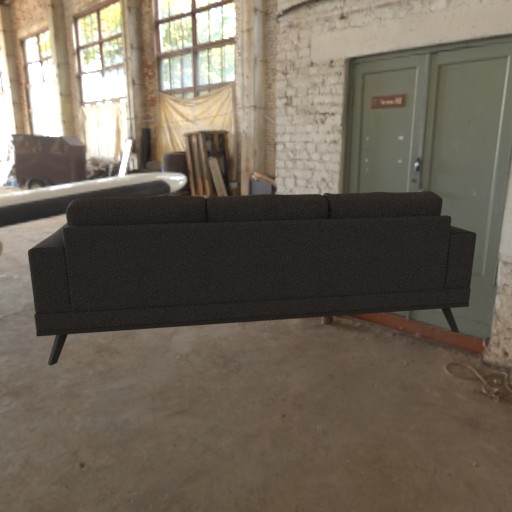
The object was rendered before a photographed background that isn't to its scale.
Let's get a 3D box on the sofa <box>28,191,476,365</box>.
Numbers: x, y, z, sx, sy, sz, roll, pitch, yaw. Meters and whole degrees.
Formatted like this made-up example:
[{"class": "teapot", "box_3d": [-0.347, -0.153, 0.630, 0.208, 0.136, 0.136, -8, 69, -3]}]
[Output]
[{"class": "sofa", "box_3d": [0.000, 0.000, 2.691, 2.310, 0.810, 0.920, -2, 14, -10]}]
